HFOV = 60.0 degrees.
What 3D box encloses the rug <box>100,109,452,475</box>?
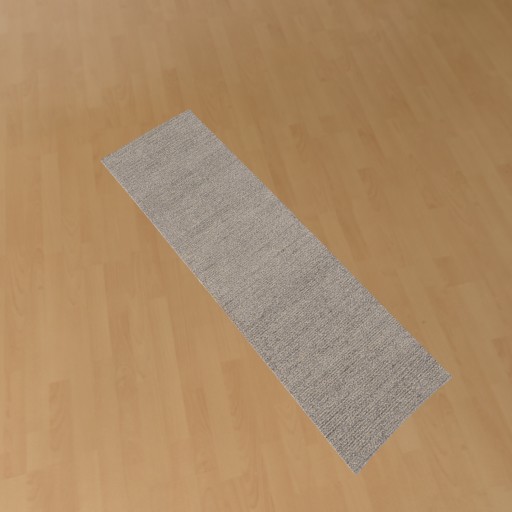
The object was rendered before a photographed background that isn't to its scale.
[{"bbox_3d":[0.000,0.000,2.526,0.692,0.032,2.320,-36,69,-16],"label":"rug"}]
